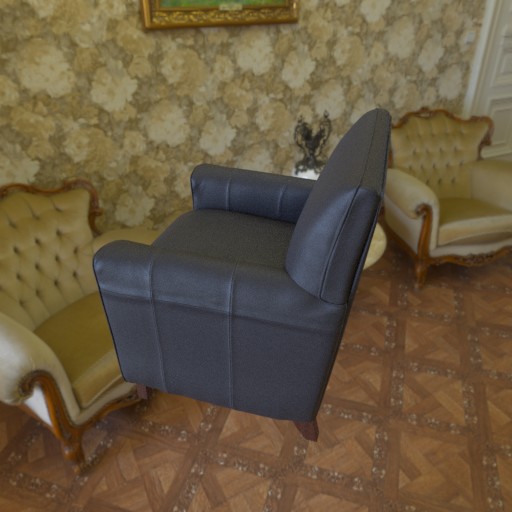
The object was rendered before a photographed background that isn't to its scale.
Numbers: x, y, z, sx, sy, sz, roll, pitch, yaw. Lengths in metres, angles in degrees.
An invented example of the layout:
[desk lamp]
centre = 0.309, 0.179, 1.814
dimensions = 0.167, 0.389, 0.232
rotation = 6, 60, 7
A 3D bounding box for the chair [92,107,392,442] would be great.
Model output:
[chair]
centre = 0.000, 0.000, 1.634
dimensions = 0.825, 0.943, 0.870
rotation = 8, 32, 14
